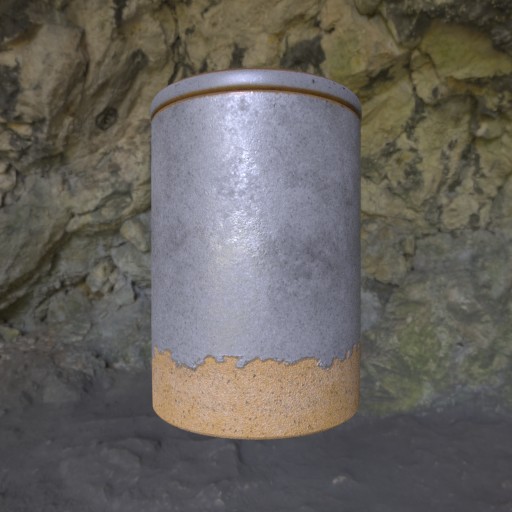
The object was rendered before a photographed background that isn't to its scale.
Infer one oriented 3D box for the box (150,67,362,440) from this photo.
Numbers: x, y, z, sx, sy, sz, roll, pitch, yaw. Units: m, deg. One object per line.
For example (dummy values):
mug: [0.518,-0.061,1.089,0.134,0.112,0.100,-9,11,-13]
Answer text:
box: [0.000,0.000,0.252,0.118,0.168,0.118,0,-1,0]
